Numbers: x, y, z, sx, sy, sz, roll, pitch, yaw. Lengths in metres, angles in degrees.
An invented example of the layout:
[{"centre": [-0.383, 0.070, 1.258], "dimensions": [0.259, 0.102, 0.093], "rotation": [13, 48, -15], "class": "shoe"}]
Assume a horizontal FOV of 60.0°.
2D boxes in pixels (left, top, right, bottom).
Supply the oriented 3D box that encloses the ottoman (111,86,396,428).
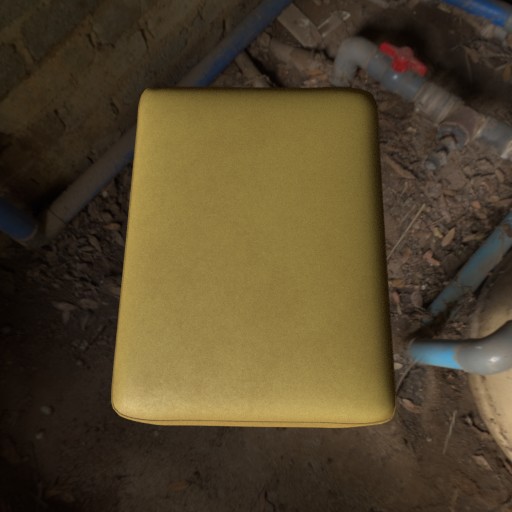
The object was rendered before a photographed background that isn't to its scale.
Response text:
[{"centre": [0.000, 0.000, 1.157], "dimensions": [0.608, 0.449, 0.811], "rotation": [1, 75, 0], "class": "ottoman"}]
